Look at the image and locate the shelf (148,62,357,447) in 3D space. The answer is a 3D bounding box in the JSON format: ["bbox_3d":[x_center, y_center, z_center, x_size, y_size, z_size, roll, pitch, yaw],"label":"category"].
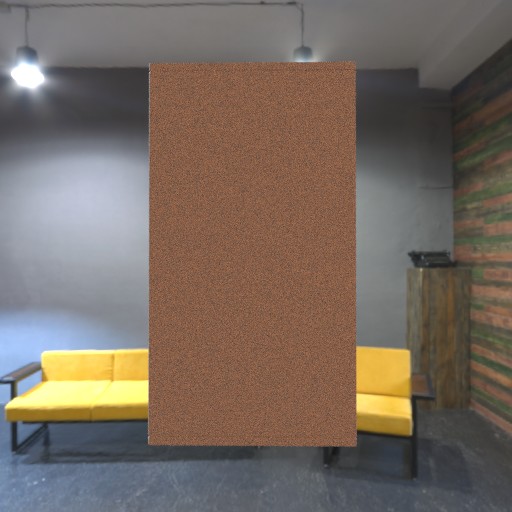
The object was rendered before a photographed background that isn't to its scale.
[{"bbox_3d":[0.000,0.000,1.291,0.396,0.732,0.895,0,-1,1],"label":"shelf"}]
